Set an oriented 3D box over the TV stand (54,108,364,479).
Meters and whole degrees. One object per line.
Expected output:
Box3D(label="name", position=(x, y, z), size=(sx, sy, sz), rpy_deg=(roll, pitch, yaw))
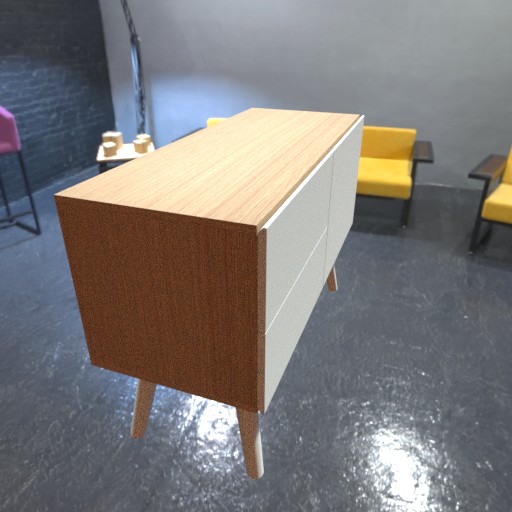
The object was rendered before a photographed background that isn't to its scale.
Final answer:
Box3D(label="TV stand", position=(0.000, 0.000, 1.297), size=(0.407, 0.660, 0.991), rpy_deg=(10, 29, 18))
